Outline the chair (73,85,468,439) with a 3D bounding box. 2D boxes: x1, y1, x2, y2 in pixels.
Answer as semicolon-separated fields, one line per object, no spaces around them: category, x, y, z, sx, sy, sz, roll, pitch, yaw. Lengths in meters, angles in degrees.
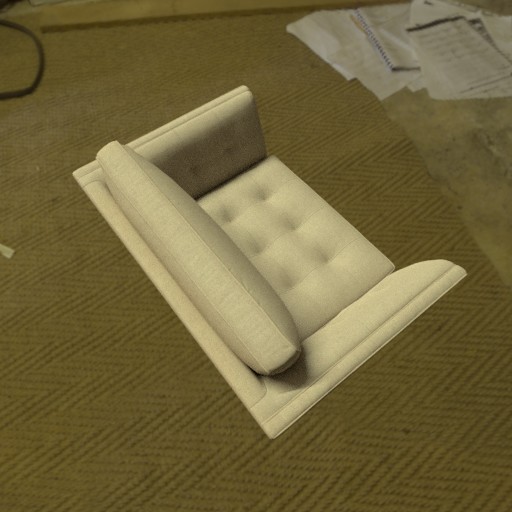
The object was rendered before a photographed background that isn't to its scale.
chair;0.000;0.000;2.052;0.965;0.940;1.397;-34;64;-19
